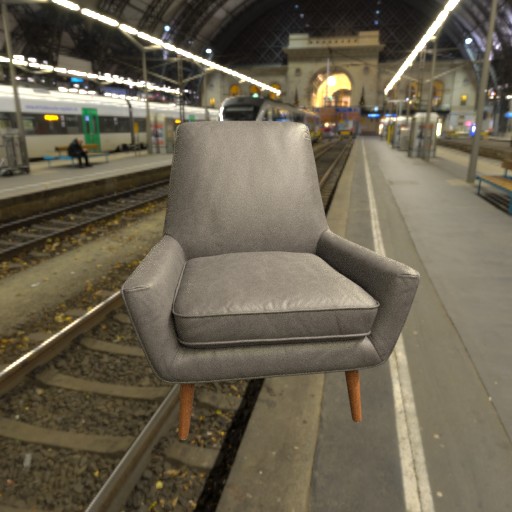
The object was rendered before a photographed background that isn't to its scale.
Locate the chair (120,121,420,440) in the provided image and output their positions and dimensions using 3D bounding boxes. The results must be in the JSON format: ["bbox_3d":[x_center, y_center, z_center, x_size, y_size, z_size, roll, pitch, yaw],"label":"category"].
[{"bbox_3d":[0.000,0.000,1.510,0.787,0.888,0.822,-2,16,-8],"label":"chair"}]
